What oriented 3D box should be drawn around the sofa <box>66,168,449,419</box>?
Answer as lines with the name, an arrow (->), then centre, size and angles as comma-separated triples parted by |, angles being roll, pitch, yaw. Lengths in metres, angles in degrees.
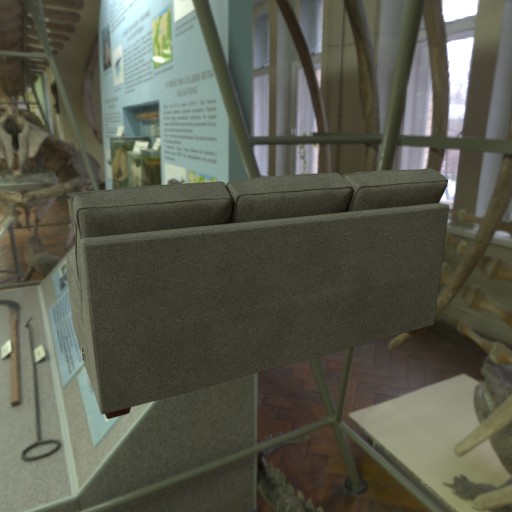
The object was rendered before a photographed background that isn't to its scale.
sofa -> 0.000, 0.000, 2.531 | 1.962, 0.973, 1.027 | -8, 17, -27
